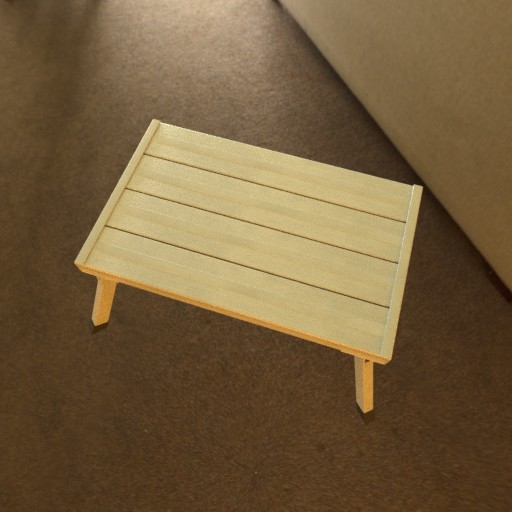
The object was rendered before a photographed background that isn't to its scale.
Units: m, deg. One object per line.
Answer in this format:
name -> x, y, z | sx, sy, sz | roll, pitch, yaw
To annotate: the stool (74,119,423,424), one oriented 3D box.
stool -> 0.000, 0.000, 0.759 | 0.535, 0.225, 0.385 | 16, 65, 8
